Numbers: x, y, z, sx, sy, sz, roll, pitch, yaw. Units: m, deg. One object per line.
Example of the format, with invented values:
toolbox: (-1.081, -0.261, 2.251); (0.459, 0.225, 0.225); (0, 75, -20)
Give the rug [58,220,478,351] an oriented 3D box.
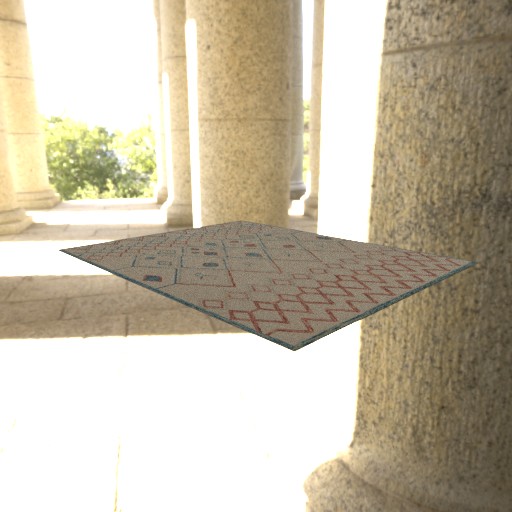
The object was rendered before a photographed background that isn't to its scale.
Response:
rug: (0.000, 0.000, 4.095); (2.441, 0.016, 3.050); (-13, 19, -43)
